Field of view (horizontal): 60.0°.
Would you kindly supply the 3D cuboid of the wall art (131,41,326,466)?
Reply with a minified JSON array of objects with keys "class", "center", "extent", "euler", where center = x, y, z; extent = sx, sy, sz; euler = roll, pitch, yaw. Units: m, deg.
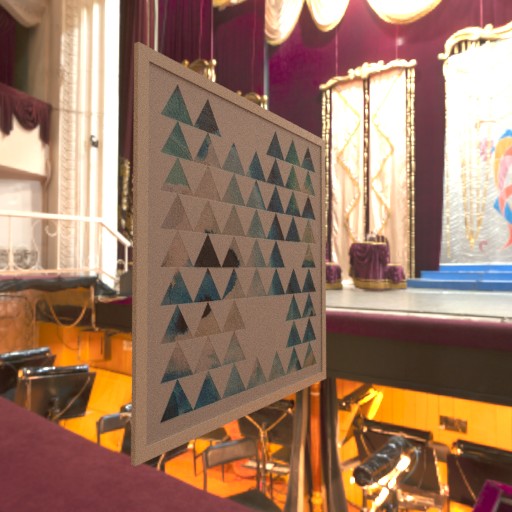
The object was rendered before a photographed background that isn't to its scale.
[{"class":"wall art","center":[0.000,0.000,1.179],"extent":[0.012,0.809,0.809],"euler":[-1,-2,35]}]
